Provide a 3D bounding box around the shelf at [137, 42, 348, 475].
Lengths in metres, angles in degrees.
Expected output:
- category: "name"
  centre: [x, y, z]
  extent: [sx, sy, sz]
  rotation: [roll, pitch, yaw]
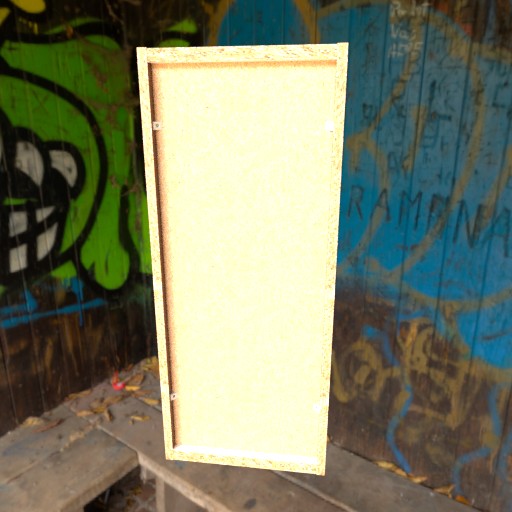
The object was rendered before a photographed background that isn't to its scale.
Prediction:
- category: "shelf"
  centre: [0.000, 0.000, 0.740]
  extent: [0.253, 0.600, 0.290]
  rotation: [2, 17, 7]
